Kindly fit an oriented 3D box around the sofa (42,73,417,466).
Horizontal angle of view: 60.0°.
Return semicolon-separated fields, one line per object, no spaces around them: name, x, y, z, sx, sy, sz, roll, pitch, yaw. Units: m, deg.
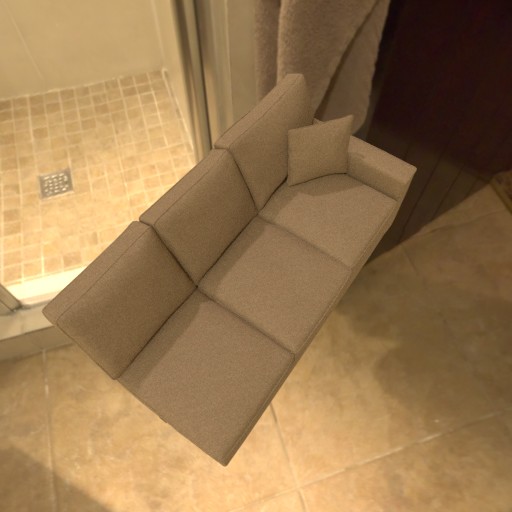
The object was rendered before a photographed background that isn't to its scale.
sofa;0.000;0.000;2.527;1.034;0.946;1.963;32;64;17
